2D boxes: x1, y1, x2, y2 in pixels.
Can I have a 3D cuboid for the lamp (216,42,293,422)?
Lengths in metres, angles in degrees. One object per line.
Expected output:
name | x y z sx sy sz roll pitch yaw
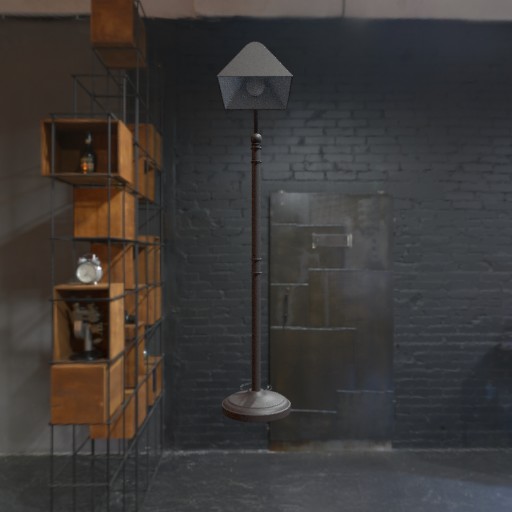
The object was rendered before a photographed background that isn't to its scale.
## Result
lamp | 0.000 0.000 0.964 0.159 0.708 0.545 0 0 0
